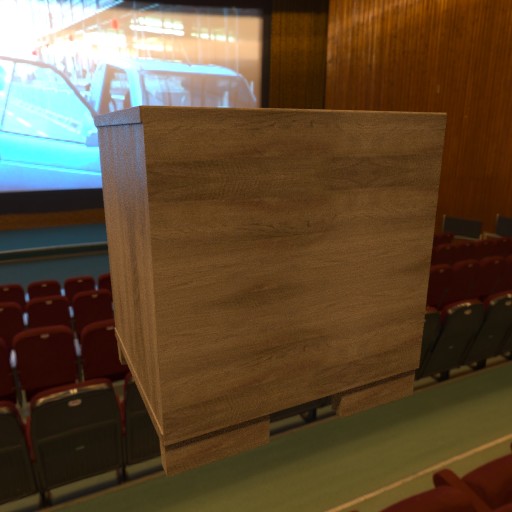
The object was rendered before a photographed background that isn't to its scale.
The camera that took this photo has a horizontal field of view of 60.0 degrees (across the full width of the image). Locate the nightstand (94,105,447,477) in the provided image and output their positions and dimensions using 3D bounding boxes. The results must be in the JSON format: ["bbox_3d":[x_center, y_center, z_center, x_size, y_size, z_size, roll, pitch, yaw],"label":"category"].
[{"bbox_3d":[0.000,0.000,0.736,0.427,0.448,0.347,-8,17,-25],"label":"nightstand"}]
